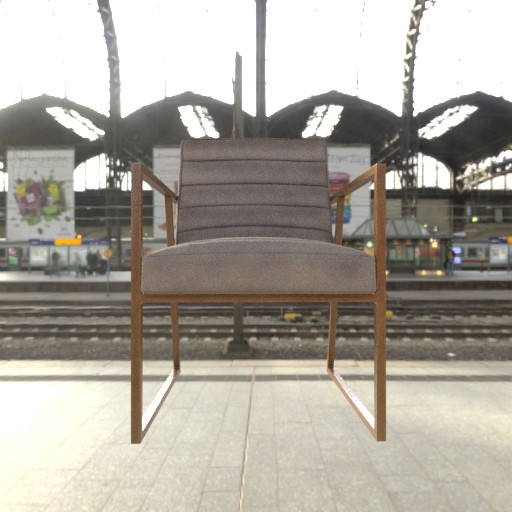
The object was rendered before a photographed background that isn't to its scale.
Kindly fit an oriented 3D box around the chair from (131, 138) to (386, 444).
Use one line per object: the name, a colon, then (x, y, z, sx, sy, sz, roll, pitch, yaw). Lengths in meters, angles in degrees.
chair: (0.000, 0.000, 1.306, 0.578, 0.843, 0.682, 0, 0, -1)
